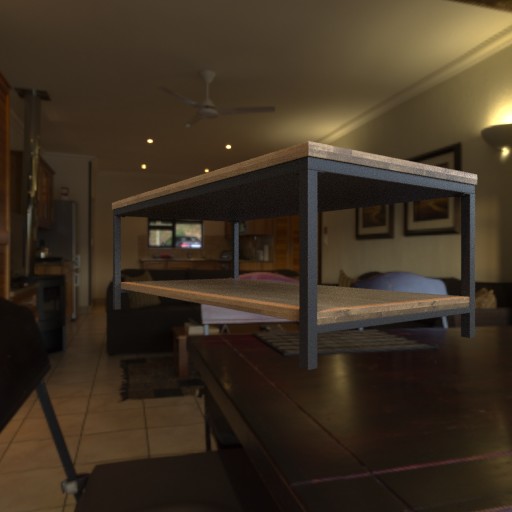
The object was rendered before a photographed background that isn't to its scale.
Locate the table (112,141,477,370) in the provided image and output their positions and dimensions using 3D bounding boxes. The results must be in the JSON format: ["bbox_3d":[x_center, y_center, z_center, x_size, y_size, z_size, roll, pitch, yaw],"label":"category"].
[{"bbox_3d":[0.000,0.000,1.376,0.551,0.399,1.100,0,0,-35],"label":"table"}]
